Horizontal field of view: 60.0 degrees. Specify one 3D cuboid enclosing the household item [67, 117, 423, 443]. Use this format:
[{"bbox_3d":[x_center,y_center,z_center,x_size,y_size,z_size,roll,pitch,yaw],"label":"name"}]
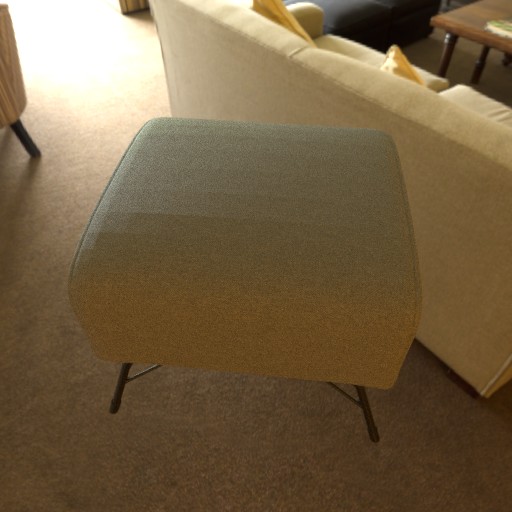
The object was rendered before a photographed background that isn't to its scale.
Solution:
[{"bbox_3d":[0.000,0.000,0.887,0.530,0.410,0.530,5,47,4],"label":"household item"}]
